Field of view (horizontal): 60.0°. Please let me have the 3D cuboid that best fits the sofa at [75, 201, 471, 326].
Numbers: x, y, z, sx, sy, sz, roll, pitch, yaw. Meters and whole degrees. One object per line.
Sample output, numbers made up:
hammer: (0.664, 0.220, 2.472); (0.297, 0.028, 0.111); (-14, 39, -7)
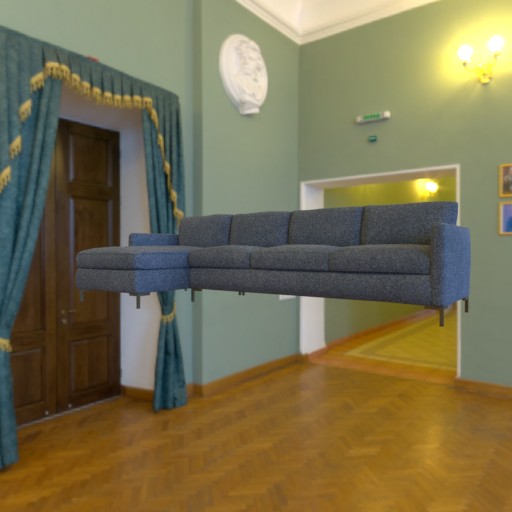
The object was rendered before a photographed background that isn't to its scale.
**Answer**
sofa: (0.000, 0.000, 3.517); (2.932, 0.810, 1.350); (1, 1, 36)
